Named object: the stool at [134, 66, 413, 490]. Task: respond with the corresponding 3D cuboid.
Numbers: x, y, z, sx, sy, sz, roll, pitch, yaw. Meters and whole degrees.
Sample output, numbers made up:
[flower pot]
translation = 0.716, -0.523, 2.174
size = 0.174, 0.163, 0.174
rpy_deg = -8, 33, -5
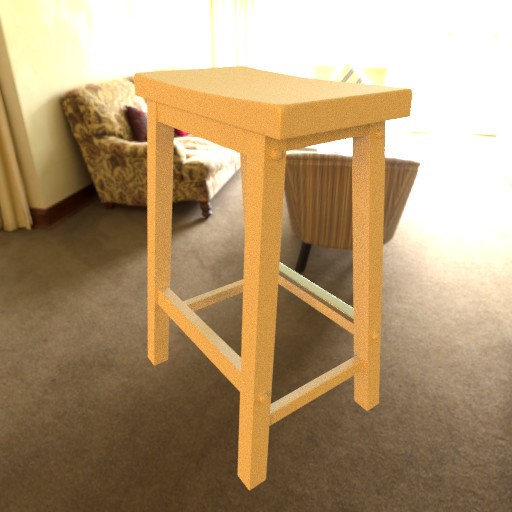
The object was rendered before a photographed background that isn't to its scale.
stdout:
[stool]
translation = 0.000, 0.000, 0.819
size = 0.322, 0.610, 0.406
rpy_deg = -19, 33, -31
